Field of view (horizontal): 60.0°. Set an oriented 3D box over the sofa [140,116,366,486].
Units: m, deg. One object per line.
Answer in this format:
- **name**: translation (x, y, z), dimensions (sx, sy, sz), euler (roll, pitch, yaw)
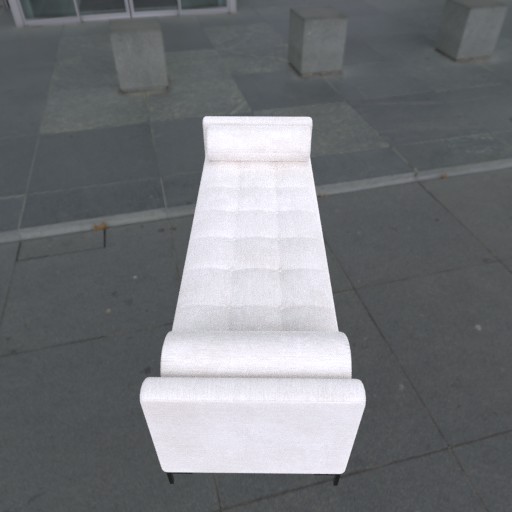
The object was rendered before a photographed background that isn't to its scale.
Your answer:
- **sofa**: translation (0.000, 0.000, 2.251), dimensions (0.686, 0.635, 1.981), euler (0, 42, 0)
